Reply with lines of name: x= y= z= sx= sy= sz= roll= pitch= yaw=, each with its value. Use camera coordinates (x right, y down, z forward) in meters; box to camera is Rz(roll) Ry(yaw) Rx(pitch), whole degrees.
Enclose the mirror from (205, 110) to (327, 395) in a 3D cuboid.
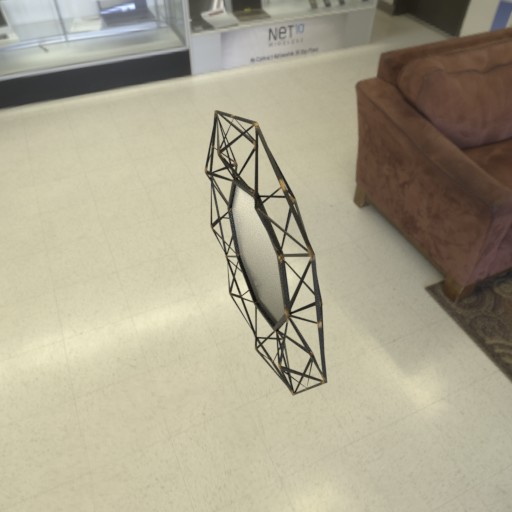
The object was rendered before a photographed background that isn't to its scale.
mirror: x=0.000 y=0.000 z=1.064 sx=0.094 sy=0.710 sz=0.710 roll=-16 pitch=49 yaw=-15
